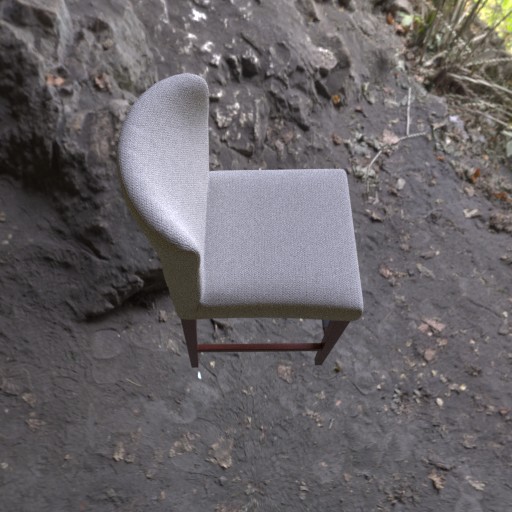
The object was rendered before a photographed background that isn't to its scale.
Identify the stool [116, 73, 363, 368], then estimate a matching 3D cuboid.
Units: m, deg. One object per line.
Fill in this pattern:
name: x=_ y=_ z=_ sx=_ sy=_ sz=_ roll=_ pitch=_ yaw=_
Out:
stool: x=0.000 y=0.000 z=1.373 sx=0.568 sy=1.069 sz=0.481 roll=-1 pitch=63 yaw=0
